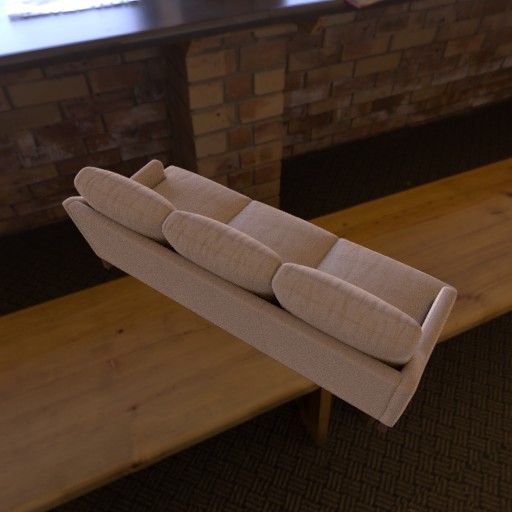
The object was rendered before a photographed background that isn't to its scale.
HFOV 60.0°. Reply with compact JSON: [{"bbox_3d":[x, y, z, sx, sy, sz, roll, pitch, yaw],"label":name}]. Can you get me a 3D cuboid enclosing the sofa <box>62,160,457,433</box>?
[{"bbox_3d":[0.000,0.000,2.813,2.321,0.913,1.000,26,52,22],"label":"sofa"}]
